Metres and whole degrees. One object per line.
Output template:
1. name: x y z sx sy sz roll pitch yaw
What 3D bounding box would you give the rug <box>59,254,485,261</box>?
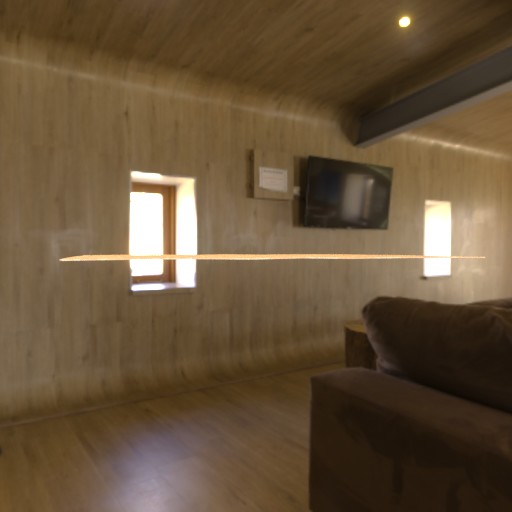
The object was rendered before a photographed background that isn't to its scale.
1. rug: 0.000 0.000 2.786 2.135 0.013 1.524 0 1 -18
